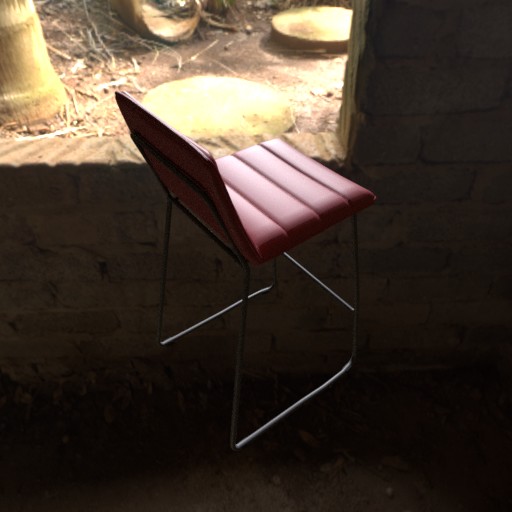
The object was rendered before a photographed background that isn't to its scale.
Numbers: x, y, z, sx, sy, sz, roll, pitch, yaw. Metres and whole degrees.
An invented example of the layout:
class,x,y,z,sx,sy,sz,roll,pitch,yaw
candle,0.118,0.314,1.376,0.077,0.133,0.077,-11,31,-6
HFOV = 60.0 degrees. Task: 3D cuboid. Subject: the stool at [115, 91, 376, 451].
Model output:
class,x,y,z,sx,sy,sz,roll,pitch,yaw
stool,0.000,0.000,1.243,0.524,0.937,0.489,-26,48,-27
